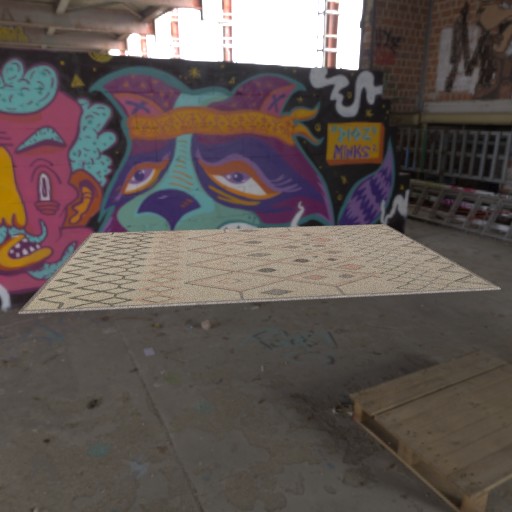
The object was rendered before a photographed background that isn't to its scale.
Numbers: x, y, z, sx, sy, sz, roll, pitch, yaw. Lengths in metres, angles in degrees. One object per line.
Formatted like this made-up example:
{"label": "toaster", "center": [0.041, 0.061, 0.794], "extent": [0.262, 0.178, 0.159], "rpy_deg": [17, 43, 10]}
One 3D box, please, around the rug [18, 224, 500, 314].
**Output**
{"label": "rug", "center": [0.000, 0.000, 2.935], "extent": [2.438, 0.015, 1.524], "rpy_deg": [-2, 17, -7]}
